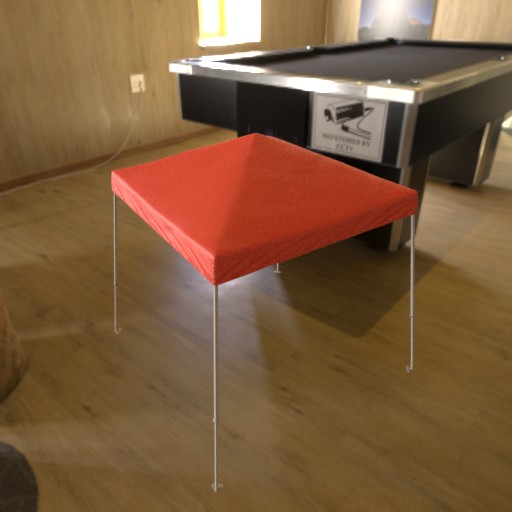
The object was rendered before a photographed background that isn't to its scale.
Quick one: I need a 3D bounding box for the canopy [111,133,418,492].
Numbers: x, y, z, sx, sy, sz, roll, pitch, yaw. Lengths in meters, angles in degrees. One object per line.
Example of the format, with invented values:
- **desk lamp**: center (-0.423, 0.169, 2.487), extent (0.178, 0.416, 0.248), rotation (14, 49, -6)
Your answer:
- **canopy**: center (0.000, 0.000, 5.167), extent (2.850, 2.850, 2.849), rotation (-19, 35, -29)
